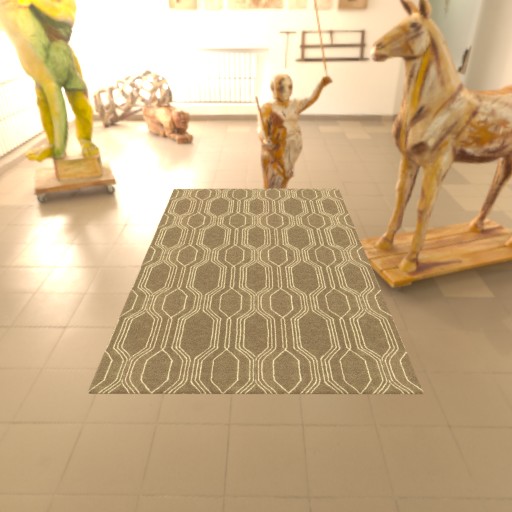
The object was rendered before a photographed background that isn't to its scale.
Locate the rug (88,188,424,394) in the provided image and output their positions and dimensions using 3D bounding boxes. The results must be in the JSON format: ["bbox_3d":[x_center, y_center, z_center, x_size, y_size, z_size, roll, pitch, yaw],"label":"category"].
[{"bbox_3d":[0.000,0.000,3.083,1.541,0.012,2.457,0,31,0],"label":"rug"}]
